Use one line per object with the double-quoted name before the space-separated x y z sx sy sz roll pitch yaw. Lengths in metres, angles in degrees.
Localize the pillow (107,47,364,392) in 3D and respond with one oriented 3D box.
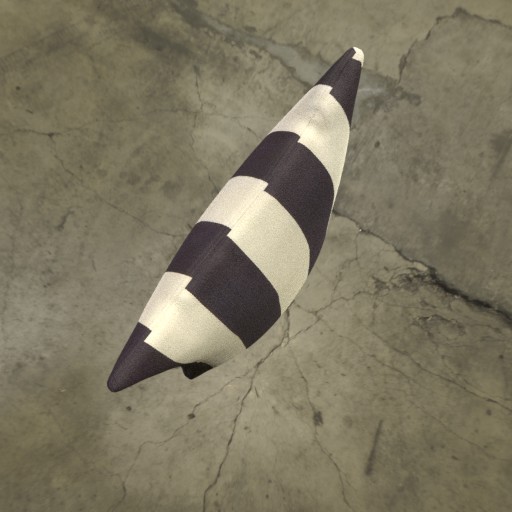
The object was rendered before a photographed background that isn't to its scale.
"pillow" 0.000 0.000 0.777 0.189 0.526 0.536 32 77 8
